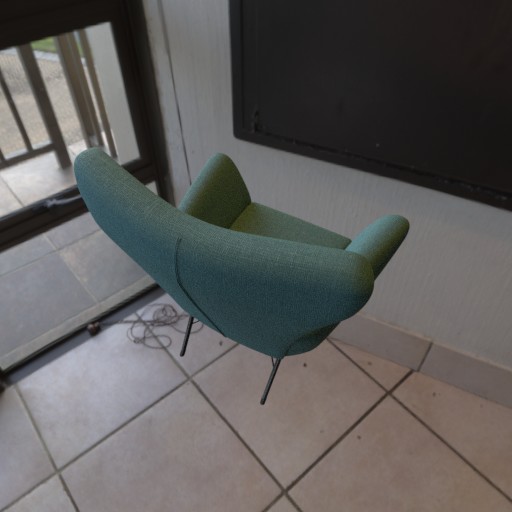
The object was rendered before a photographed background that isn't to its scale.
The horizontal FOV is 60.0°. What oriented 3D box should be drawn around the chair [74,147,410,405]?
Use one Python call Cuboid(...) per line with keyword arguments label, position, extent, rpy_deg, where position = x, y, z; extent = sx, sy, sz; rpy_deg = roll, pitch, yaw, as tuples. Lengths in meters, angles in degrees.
Cuboid(label="chair", position=(0.000, 0.000, 1.778), extent=(1.050, 0.980, 0.900), rpy_deg=(24, 50, 21))
